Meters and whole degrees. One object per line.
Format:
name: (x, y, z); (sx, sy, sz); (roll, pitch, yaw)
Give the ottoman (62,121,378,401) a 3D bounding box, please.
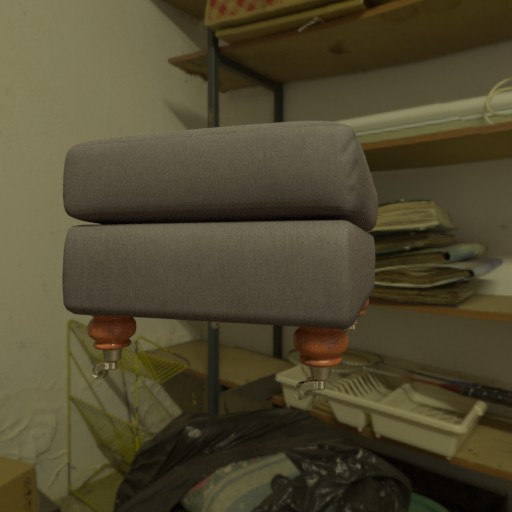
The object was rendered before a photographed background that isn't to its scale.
ottoman: (0.000, 0.000, 1.116); (0.574, 0.497, 0.773); (0, 1, 18)
